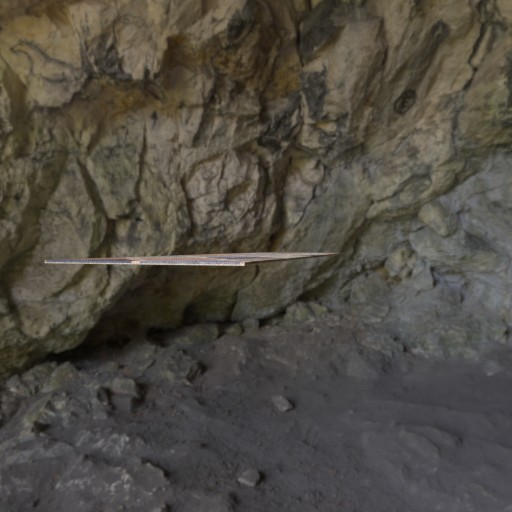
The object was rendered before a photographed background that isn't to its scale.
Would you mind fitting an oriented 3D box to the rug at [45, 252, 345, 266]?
[{"bbox_3d":[0.000,0.000,2.406,0.687,0.011,2.287,0,1,18],"label":"rug"}]
